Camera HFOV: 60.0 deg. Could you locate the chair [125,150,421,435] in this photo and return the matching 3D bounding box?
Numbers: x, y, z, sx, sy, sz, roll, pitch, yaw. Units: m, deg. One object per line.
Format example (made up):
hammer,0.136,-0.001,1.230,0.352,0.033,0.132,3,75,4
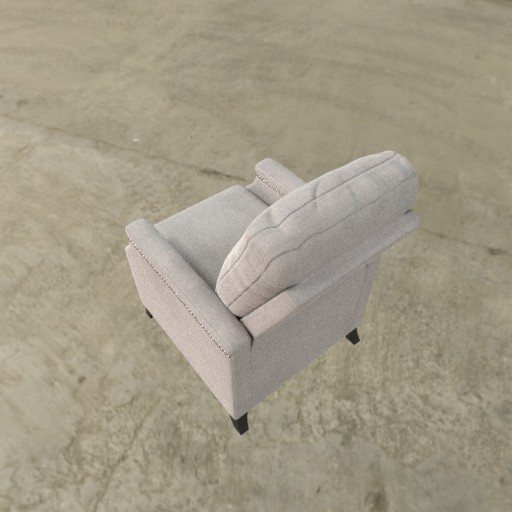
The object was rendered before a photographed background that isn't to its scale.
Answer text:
chair,0.000,0.000,1.675,0.710,1.049,0.922,-31,54,-25
